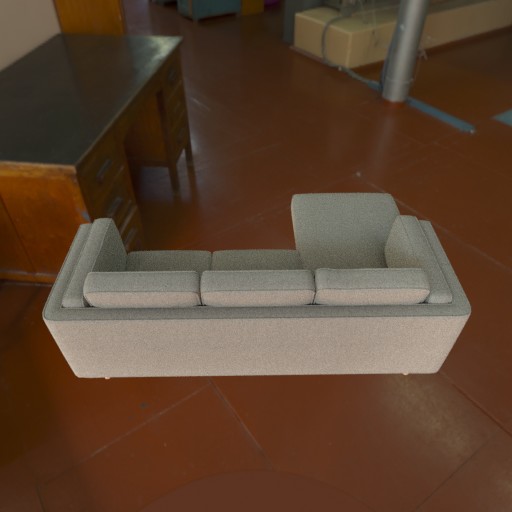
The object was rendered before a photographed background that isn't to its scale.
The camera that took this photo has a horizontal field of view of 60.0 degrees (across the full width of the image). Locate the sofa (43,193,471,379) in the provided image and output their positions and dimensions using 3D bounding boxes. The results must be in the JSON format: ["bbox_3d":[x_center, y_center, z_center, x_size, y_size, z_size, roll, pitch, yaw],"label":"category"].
[{"bbox_3d":[0.000,0.000,3.191,2.411,0.929,1.604,-1,43,-1],"label":"sofa"}]
